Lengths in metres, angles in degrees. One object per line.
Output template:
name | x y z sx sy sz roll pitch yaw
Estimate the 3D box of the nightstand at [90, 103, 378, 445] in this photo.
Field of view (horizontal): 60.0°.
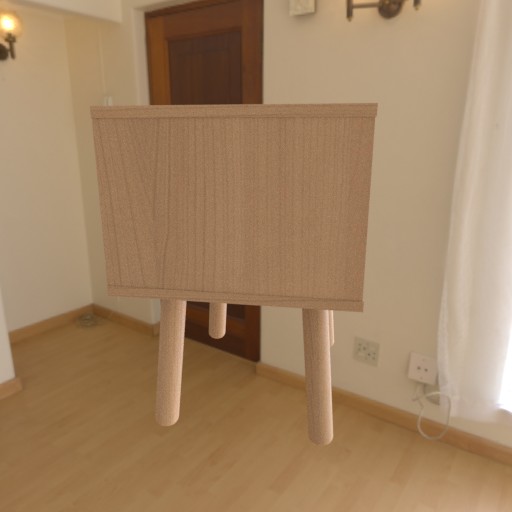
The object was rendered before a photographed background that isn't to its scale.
nightstand | 0.000 0.000 0.856 0.380 0.530 0.450 3 16 10
